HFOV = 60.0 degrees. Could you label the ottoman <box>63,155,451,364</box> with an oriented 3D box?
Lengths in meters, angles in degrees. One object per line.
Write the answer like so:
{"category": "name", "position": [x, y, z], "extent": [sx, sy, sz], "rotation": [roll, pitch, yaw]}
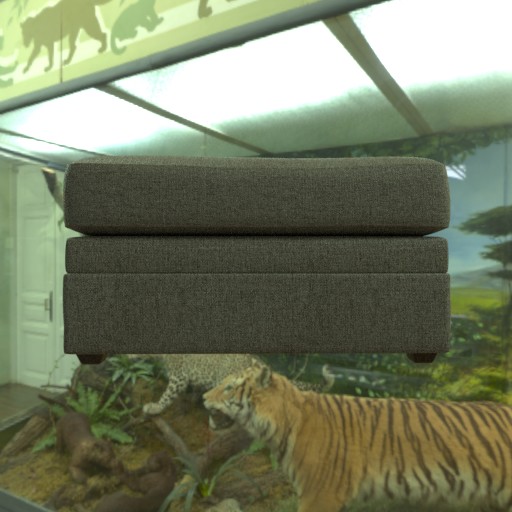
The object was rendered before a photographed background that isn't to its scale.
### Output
{"category": "ottoman", "position": [0.000, 0.000, 1.259], "extent": [0.885, 0.478, 0.637], "rotation": [0, 0, -1]}
